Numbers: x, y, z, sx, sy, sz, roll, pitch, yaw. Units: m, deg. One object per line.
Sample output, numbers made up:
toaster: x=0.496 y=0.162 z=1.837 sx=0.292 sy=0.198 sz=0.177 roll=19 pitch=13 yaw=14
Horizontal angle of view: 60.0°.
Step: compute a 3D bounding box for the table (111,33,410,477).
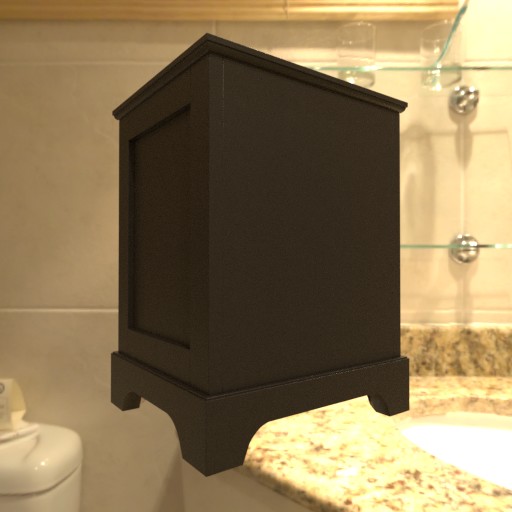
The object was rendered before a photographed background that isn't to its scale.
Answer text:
table: x=0.000 y=0.000 z=0.903 sx=0.460 sy=0.610 sz=0.399 roll=1 pitch=-1 yaw=-36
